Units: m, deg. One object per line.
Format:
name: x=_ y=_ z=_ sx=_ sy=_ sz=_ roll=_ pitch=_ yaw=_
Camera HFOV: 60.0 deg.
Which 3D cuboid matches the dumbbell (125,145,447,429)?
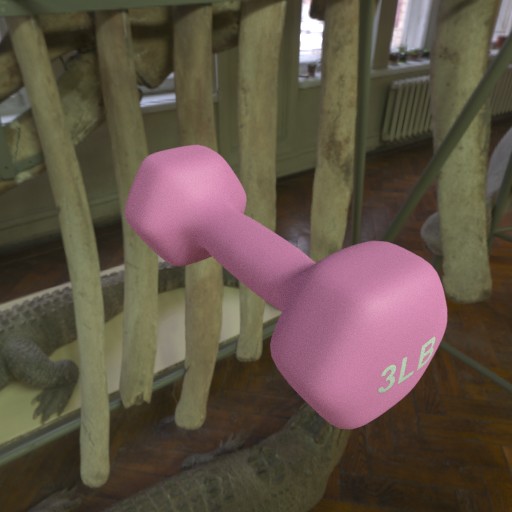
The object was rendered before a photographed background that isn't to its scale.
dumbbell: x=0.000 y=0.000 z=0.189 sx=0.064 sy=0.058 sz=0.159 roll=-21 pitch=38 yaw=-29
